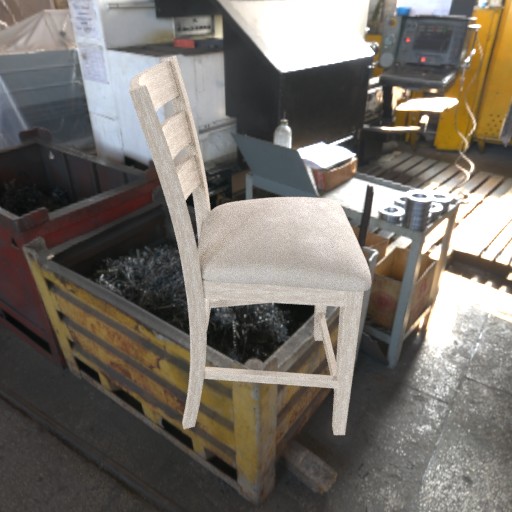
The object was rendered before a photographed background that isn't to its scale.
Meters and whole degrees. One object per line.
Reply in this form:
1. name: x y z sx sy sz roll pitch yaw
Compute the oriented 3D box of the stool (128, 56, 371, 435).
1. stool: 0.000 0.000 1.303 0.569 1.032 0.484 -1 31 -1
